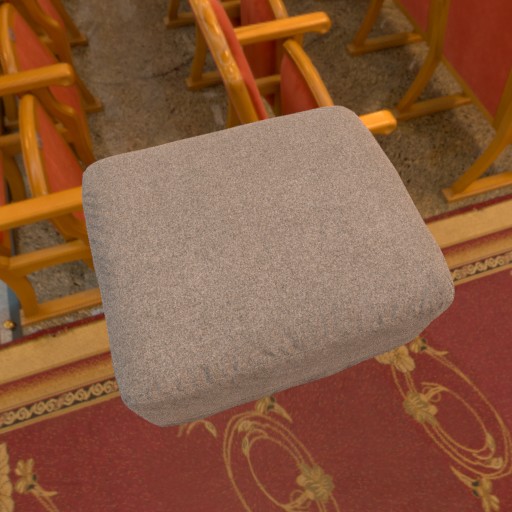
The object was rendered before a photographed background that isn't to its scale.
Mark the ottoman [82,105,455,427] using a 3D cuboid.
[{"bbox_3d":[0.000,0.000,1.240,0.837,0.481,0.683,-16,64,-8],"label":"ottoman"}]
